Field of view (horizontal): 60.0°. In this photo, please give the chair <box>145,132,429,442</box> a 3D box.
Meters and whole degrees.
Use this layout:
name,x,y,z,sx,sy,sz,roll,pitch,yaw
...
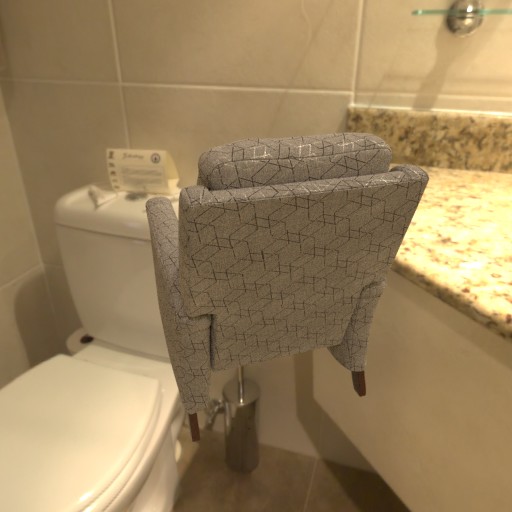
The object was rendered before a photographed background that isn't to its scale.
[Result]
name,x,y,z,sx,sy,sz,roll,pitch,yaw
chair,0.000,0.000,1.715,0.753,1.048,0.987,-9,28,-17
